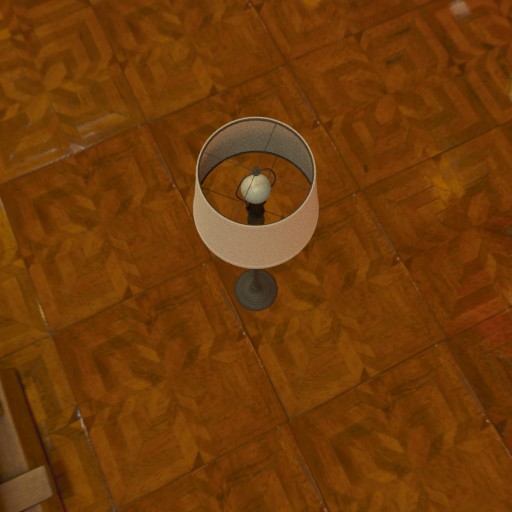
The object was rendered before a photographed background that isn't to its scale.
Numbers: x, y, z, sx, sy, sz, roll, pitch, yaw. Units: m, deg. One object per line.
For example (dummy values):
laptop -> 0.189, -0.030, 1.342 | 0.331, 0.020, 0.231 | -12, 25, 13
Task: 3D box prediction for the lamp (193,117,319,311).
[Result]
lamp -> 0.000, 0.000, 1.667 | 0.327, 1.506, 0.327 | -23, 77, -6
